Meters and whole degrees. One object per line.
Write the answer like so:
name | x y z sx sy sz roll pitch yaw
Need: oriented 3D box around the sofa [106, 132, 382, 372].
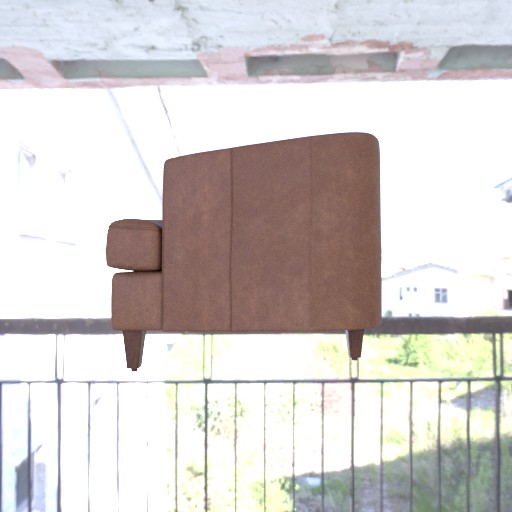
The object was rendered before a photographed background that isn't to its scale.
sofa | 0.000 0.000 2.217 0.914 0.786 1.755 0 -2 1
